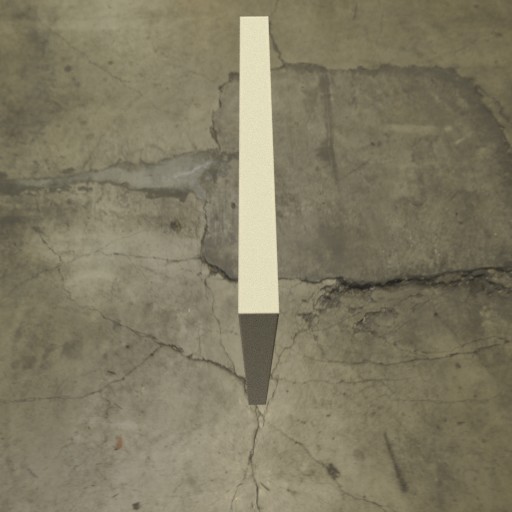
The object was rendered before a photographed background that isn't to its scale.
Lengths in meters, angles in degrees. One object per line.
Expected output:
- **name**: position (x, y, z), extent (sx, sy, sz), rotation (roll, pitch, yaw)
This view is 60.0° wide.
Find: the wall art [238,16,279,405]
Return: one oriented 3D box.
- **wall art**: position (0.000, 0.000, 0.777), extent (0.038, 0.608, 0.418), rotation (-1, 64, 0)
